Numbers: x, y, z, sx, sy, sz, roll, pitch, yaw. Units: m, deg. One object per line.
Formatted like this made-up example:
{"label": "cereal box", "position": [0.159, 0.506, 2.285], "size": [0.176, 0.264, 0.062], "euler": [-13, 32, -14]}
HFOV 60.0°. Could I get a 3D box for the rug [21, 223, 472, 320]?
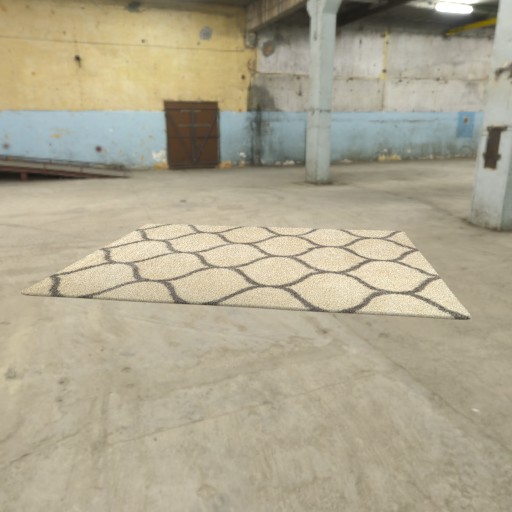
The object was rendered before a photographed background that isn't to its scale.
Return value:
{"label": "rug", "position": [0.000, 0.000, 4.021], "size": [3.000, 0.026, 2.399], "euler": [2, 16, 8]}
